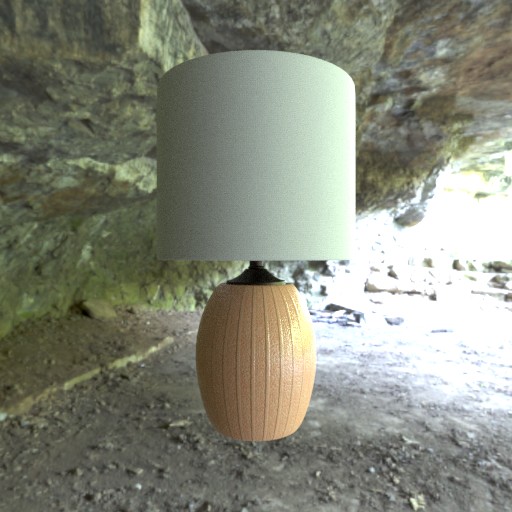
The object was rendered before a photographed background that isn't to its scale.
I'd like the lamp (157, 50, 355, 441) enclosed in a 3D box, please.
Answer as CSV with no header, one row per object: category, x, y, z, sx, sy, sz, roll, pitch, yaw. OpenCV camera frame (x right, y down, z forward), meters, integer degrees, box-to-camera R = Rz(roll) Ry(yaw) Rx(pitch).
lamp,0.000,0.000,0.752,0.329,0.570,0.329,0,0,0
